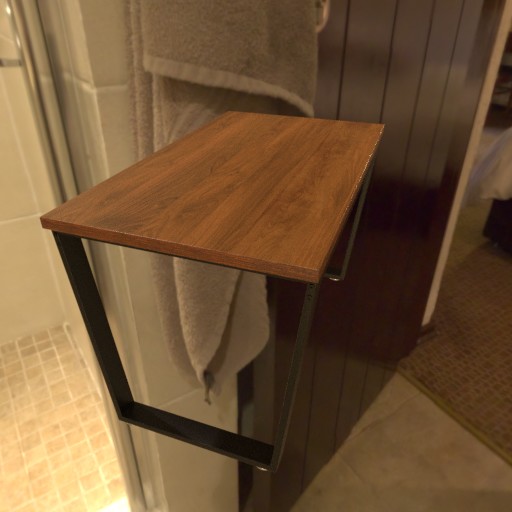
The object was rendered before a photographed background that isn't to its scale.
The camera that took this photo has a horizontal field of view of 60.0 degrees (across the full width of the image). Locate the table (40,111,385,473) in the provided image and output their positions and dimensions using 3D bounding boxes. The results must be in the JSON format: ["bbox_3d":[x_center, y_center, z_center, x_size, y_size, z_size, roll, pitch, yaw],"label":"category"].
[{"bbox_3d":[0.000,0.000,1.682,0.714,0.760,1.205,11,33,17],"label":"table"}]
